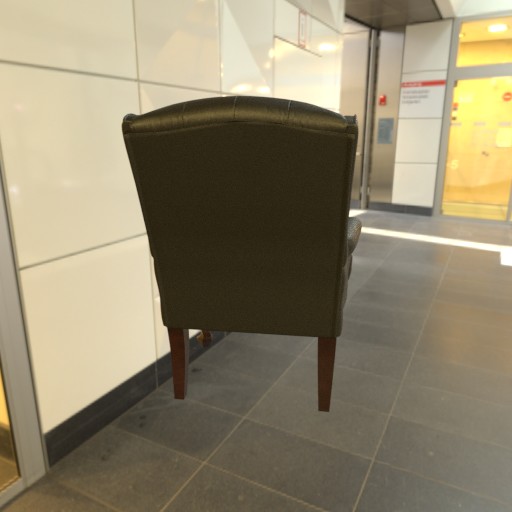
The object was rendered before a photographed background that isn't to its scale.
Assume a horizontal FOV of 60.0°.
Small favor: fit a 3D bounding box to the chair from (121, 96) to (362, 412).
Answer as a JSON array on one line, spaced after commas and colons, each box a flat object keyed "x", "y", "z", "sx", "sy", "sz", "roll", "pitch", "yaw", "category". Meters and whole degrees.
[{"x": 0.000, "y": 0.000, "z": 1.733, "sx": 0.831, "sy": 1.133, "sz": 0.822, "roll": 2, "pitch": 16, "yaw": 8, "category": "chair"}]
